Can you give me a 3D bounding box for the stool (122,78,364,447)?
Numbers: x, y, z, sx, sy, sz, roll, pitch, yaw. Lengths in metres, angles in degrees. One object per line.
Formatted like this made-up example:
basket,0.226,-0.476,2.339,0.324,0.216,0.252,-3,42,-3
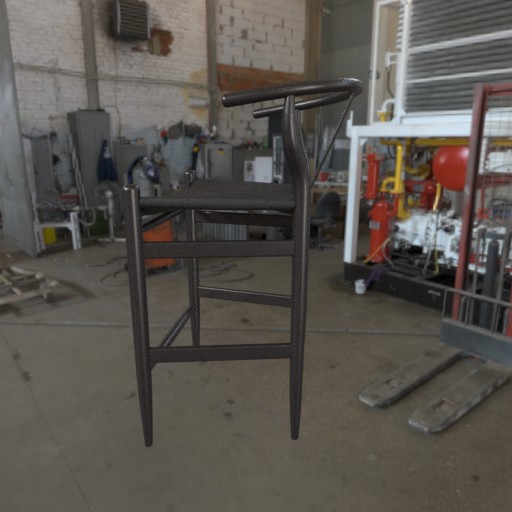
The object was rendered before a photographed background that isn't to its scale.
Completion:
stool,0.000,0.000,1.336,0.579,0.970,0.569,2,15,7
